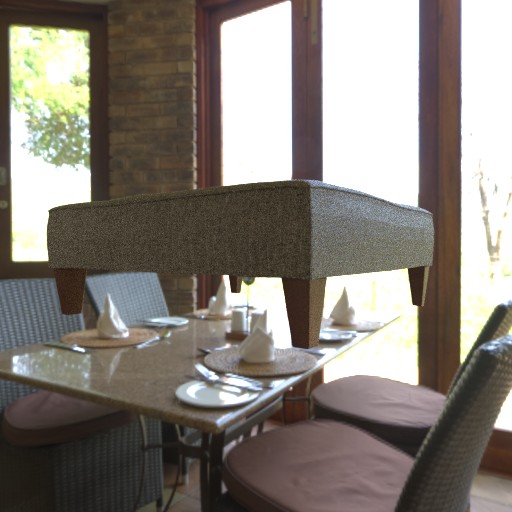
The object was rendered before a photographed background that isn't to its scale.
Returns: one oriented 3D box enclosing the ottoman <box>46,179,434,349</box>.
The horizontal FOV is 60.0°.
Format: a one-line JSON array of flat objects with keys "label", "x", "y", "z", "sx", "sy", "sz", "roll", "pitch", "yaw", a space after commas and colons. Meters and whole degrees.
[{"label": "ottoman", "x": 0.000, "y": 0.000, "z": 1.562, "sx": 0.981, "sy": 0.379, "sz": 1.016, "roll": 0, "pitch": 1, "yaw": 35}]
